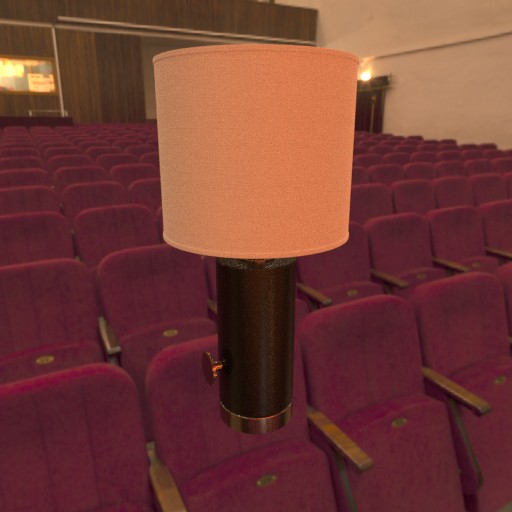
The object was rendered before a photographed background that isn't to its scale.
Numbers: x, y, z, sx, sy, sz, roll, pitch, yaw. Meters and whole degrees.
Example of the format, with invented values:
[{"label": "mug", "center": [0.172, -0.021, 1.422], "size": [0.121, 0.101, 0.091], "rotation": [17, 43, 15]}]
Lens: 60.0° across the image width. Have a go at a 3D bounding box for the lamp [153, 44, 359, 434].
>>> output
[{"label": "lamp", "center": [0.000, 0.000, 0.596], "size": [0.240, 0.482, 0.241], "rotation": [-8, 18, -26]}]
